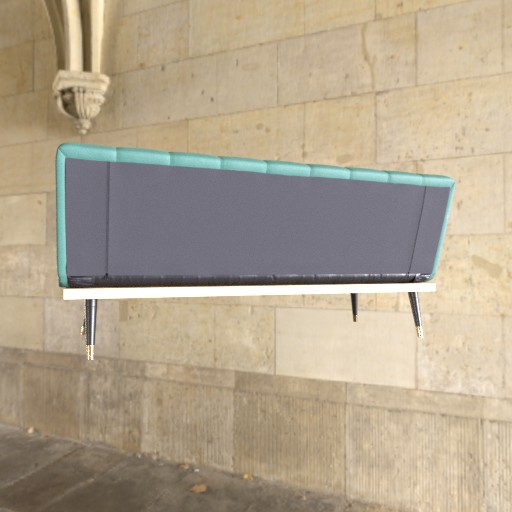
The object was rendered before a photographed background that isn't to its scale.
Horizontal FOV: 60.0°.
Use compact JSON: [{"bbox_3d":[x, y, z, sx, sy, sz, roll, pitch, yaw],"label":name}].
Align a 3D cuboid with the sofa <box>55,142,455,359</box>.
[{"bbox_3d":[0.000,0.000,2.251,1.810,0.820,0.830,1,-2,-20],"label":"sofa"}]
